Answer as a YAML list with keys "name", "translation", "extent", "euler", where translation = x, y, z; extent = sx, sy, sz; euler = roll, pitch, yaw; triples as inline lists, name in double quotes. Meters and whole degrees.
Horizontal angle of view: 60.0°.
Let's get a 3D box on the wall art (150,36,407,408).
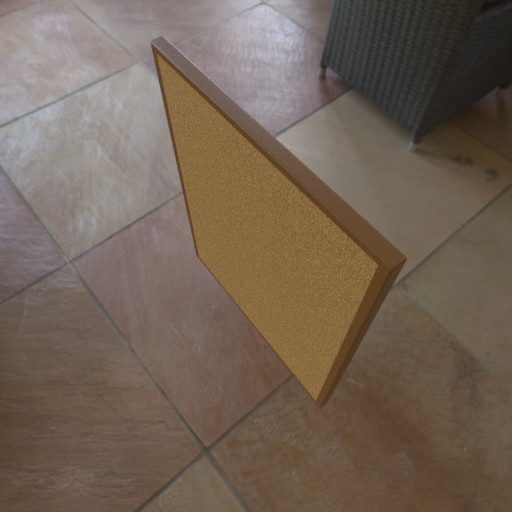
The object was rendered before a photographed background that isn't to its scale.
- name: "wall art"
  translation: [0.000, 0.000, 0.742]
  extent: [0.021, 0.550, 0.449]
  euler: [-33, 64, -19]
